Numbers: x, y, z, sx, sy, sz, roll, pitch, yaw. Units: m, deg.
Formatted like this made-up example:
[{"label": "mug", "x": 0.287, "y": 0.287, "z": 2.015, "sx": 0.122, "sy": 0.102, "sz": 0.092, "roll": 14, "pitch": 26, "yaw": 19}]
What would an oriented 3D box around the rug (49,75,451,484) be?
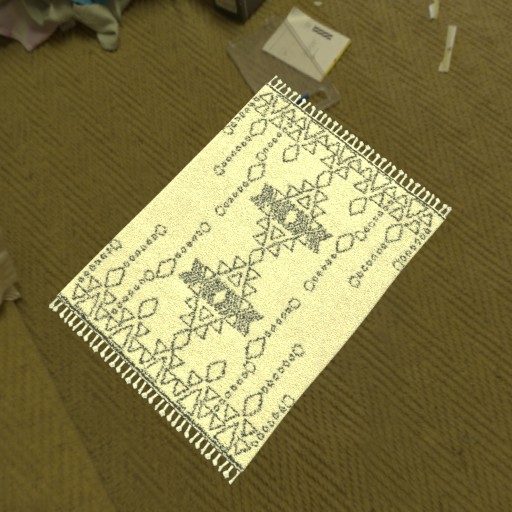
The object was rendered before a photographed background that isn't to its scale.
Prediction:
[{"label": "rug", "x": 0.000, "y": 0.000, "z": 3.897, "sx": 2.125, "sy": 0.028, "sz": 3.027, "roll": 40, "pitch": 79, "yaw": 9}]
